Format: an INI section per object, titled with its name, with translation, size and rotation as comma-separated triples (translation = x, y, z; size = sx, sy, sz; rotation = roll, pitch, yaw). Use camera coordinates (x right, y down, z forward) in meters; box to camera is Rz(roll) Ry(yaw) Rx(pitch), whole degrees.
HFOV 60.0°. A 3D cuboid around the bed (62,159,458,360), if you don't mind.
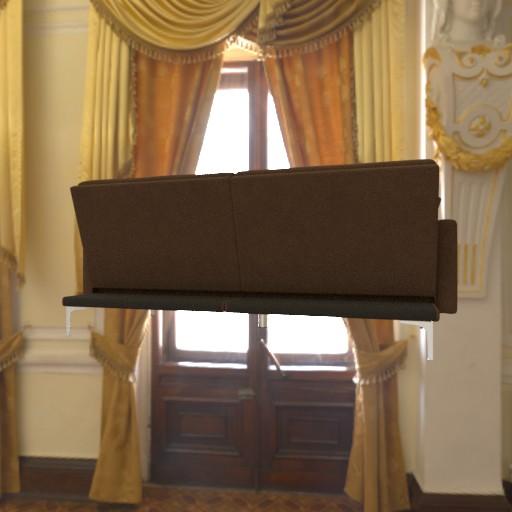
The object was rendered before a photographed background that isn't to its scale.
[bed]
translation = 0.000, 0.000, 2.332
size = 1.905, 0.787, 0.889
rotation = 0, 0, 18
